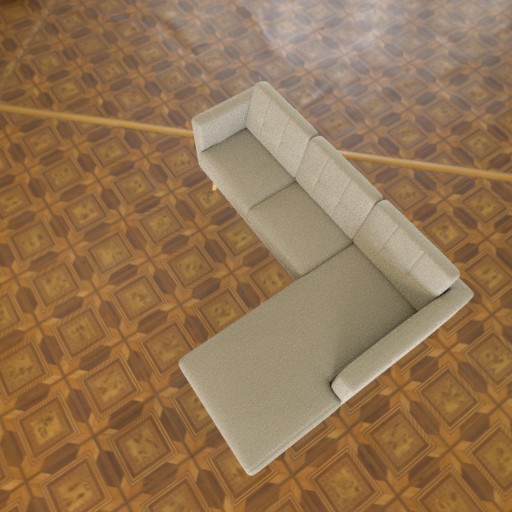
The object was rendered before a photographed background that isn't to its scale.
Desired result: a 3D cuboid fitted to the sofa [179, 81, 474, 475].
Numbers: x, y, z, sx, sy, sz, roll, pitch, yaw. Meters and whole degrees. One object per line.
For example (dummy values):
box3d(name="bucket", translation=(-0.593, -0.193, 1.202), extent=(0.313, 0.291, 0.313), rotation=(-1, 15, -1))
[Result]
box3d(name="sofa", translation=(0.000, 0.000, 2.840), extent=(1.530, 0.860, 2.040), rotation=(-32, 67, -15))
